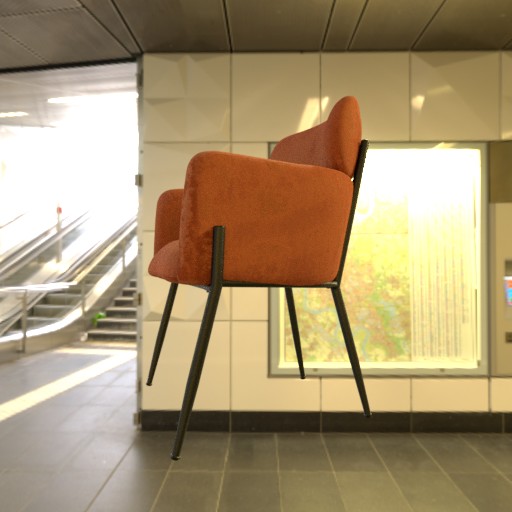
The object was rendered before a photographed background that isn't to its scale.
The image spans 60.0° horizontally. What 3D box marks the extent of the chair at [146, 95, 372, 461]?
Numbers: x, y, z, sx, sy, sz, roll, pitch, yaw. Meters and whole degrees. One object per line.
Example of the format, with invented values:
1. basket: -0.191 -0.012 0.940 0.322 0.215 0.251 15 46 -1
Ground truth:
1. chair: 0.000 0.000 1.160 0.523 0.772 0.561 0 -1 -19
